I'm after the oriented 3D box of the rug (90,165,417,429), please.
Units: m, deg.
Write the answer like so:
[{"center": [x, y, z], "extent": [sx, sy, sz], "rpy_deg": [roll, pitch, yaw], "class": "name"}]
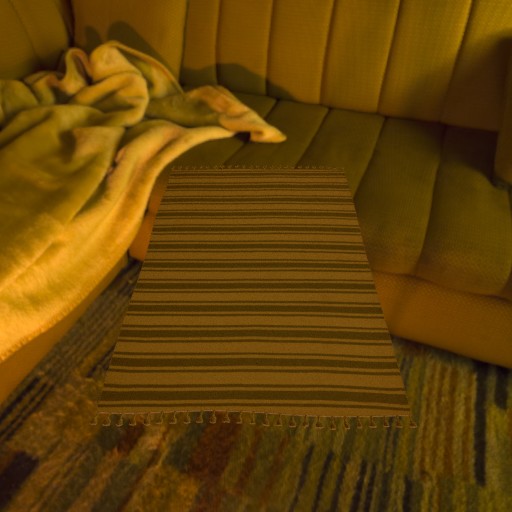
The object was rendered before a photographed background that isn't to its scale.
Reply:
[{"center": [0.000, 0.000, 2.277], "extent": [1.162, 0.013, 1.875], "rpy_deg": [0, 41, 1], "class": "rug"}]
